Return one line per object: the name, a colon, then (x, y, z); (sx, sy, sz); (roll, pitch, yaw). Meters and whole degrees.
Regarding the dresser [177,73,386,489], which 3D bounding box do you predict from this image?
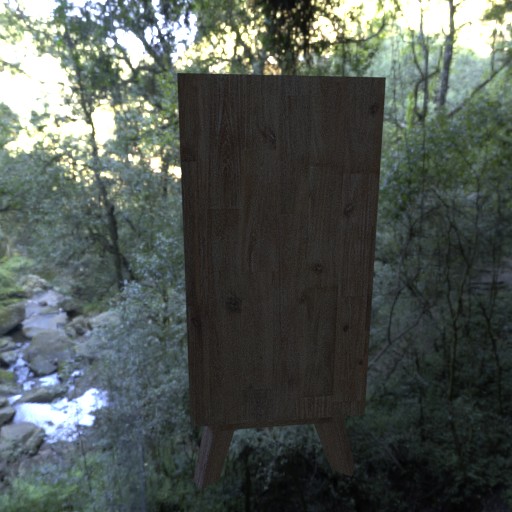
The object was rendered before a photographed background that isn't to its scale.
dresser: (0.000, 0.000, 1.548); (0.455, 1.029, 0.998); (-2, 13, -7)
